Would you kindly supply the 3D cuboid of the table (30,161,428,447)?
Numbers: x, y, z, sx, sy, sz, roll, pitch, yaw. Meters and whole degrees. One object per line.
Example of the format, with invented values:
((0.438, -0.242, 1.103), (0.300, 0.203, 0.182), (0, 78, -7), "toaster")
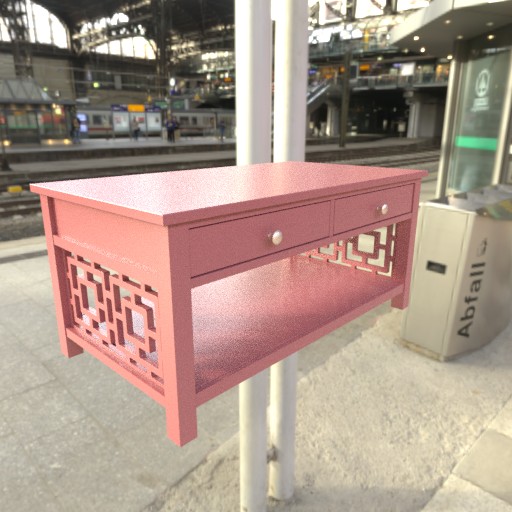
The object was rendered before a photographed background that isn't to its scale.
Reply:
((0.000, 0.000, 1.391), (0.612, 0.493, 1.068), (15, 22, 42), "table")
